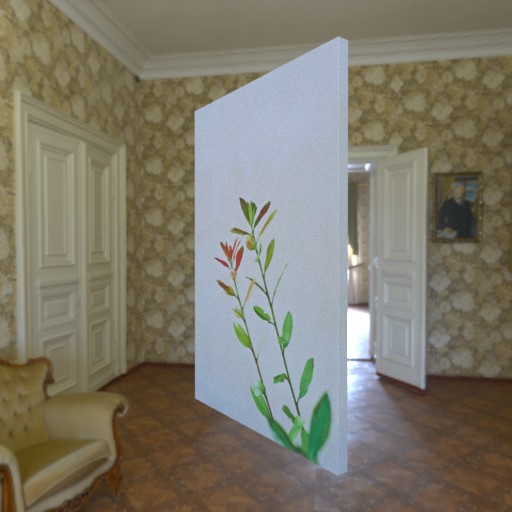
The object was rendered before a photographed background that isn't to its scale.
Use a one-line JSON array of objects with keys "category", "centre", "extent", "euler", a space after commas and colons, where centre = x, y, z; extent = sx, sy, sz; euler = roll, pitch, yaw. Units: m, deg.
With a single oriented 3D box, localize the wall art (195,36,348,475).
[{"category": "wall art", "centre": [0.000, 0.000, 1.469], "extent": [0.038, 1.143, 0.764], "euler": [0, 1, -37]}]
